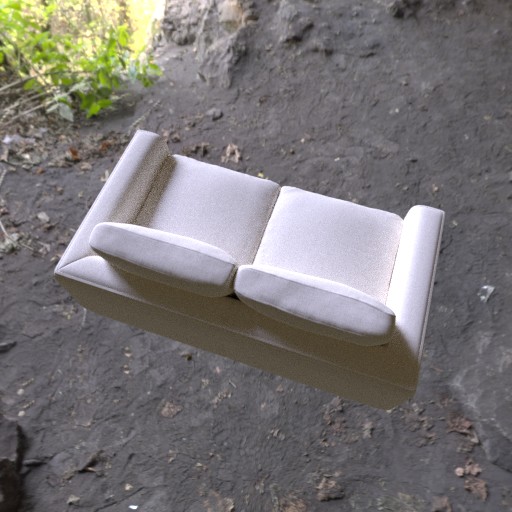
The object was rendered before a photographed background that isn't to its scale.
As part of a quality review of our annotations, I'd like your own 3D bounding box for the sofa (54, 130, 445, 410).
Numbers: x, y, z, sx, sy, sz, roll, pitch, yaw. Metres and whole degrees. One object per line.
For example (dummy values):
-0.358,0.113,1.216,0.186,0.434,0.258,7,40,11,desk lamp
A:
0.000,0.000,2.514,1.920,0.801,1.069,17,65,8,sofa
